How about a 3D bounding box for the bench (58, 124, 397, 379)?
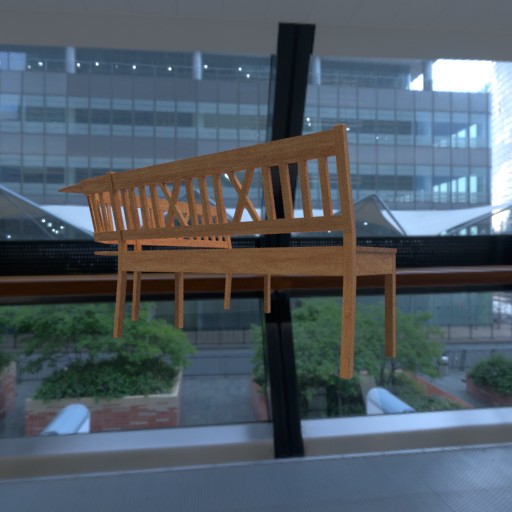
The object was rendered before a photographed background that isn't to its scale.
[{"bbox_3d":[0.000,0.000,2.737,1.937,0.902,1.537,0,-1,38],"label":"bench"}]
